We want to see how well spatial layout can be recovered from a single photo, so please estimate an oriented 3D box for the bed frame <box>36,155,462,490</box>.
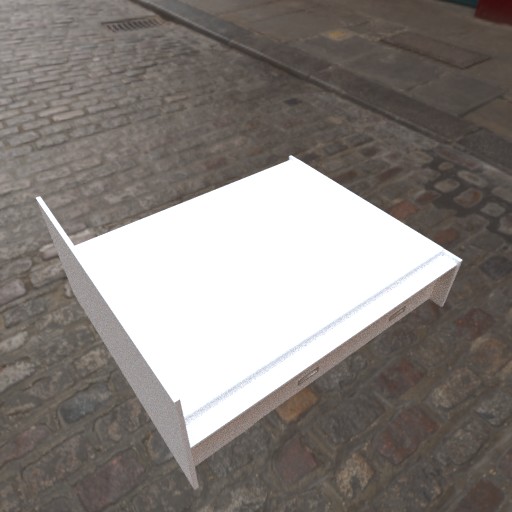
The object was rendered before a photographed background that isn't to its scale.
[{"bbox_3d":[0.000,0.000,2.781,1.960,0.800,1.622,-27,48,-27],"label":"bed frame"}]
